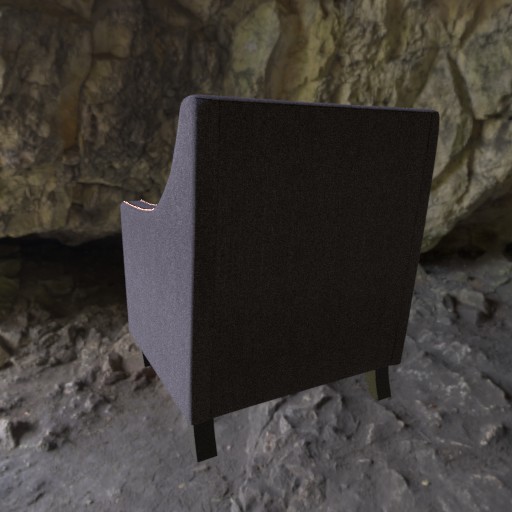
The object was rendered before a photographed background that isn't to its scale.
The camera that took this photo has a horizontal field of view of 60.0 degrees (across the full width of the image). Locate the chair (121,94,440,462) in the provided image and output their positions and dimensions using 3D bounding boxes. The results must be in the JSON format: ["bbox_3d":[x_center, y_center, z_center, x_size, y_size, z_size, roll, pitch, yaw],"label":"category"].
[{"bbox_3d":[0.000,0.000,1.579,0.776,0.967,0.884,-7,15,-27],"label":"chair"}]
